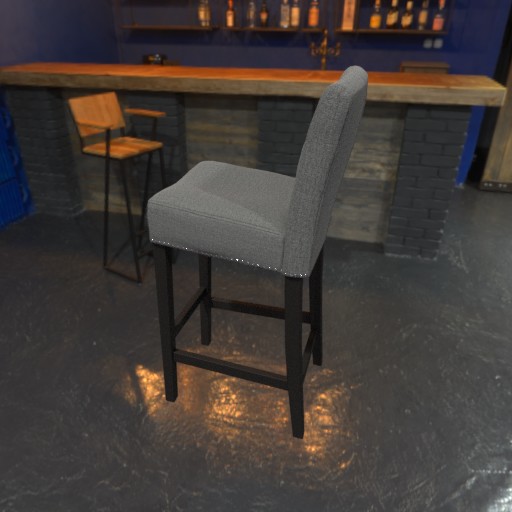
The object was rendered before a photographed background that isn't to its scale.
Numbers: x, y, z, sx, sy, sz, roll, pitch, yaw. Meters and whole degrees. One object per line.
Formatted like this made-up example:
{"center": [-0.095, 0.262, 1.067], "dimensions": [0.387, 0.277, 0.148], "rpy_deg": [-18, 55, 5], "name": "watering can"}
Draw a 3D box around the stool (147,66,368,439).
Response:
{"center": [0.000, 0.000, 1.345], "dimensions": [0.548, 1.047, 0.411], "rpy_deg": [8, 30, 15], "name": "stool"}
